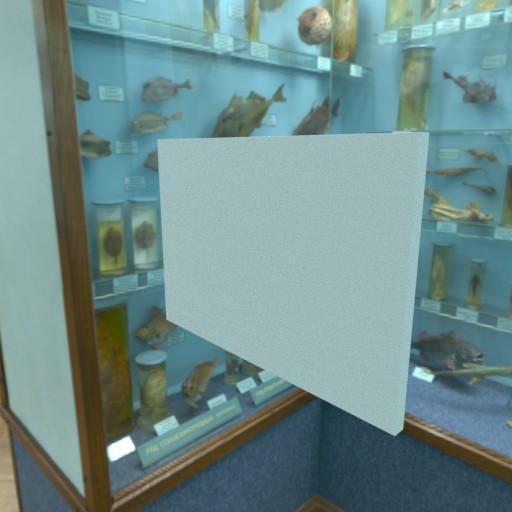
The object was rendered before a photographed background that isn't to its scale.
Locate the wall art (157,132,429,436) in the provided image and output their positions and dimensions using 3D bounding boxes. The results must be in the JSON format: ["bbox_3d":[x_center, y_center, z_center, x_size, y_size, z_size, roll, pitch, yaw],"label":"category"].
[{"bbox_3d":[0.000,0.000,1.740,0.051,0.902,1.308,-12,18,-41],"label":"wall art"}]
